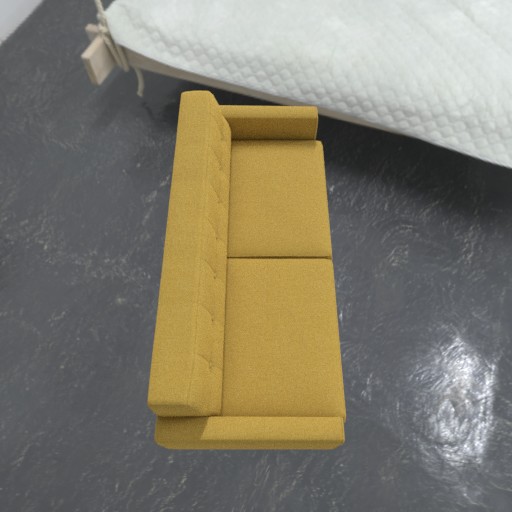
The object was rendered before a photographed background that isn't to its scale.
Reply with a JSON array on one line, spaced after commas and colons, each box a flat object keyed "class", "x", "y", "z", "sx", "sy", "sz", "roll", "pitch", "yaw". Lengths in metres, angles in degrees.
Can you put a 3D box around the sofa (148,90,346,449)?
[{"class": "sofa", "x": 0.000, "y": 0.000, "z": 2.558, "sx": 0.909, "sy": 0.841, "sz": 2.029, "roll": 0, "pitch": 63, "yaw": 0}]
